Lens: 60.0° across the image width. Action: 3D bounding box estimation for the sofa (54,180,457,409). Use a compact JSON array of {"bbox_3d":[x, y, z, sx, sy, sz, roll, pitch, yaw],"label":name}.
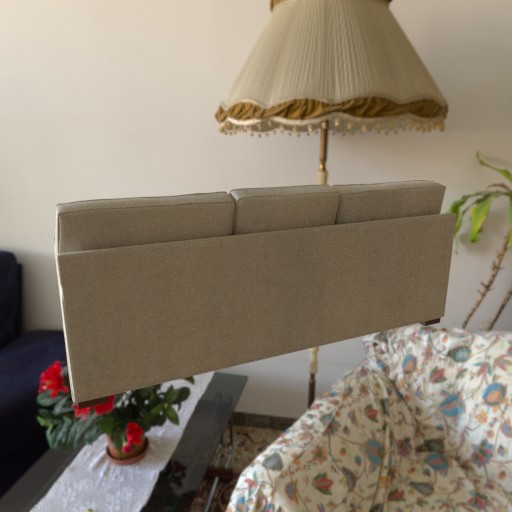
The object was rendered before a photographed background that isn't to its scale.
[{"bbox_3d":[0.000,0.000,2.541,2.093,0.862,0.936,-7,17,-24],"label":"sofa"}]
